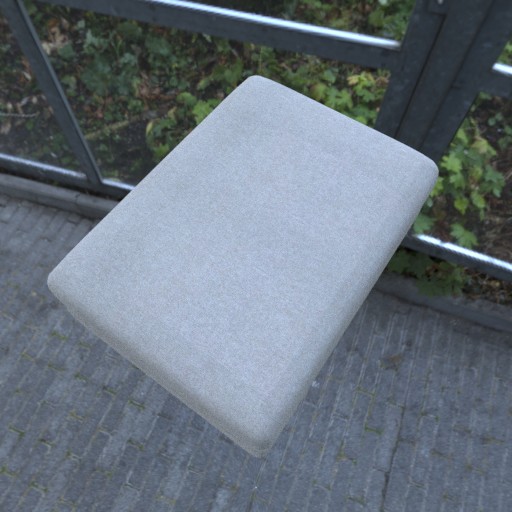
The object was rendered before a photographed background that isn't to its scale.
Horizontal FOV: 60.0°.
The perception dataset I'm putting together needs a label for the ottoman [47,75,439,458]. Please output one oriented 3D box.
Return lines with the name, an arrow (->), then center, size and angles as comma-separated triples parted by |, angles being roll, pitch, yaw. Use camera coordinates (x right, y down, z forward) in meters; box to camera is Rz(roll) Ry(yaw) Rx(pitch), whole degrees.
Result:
ottoman -> 0.000, 0.000, 1.214 | 0.610, 0.478, 0.823 | 32, 67, 15
